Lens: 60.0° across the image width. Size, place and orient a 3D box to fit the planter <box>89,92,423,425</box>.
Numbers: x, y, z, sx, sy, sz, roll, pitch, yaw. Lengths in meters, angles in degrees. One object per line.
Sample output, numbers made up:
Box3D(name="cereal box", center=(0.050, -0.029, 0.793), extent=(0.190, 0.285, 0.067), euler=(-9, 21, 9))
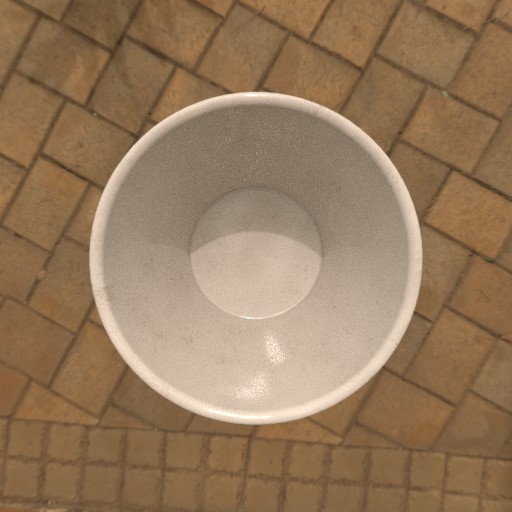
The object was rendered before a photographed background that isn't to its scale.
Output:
Box3D(name="planter", center=(0.000, 0.000, 0.454), extent=(0.260, 0.220, 0.260), euler=(0, 92, 0))
